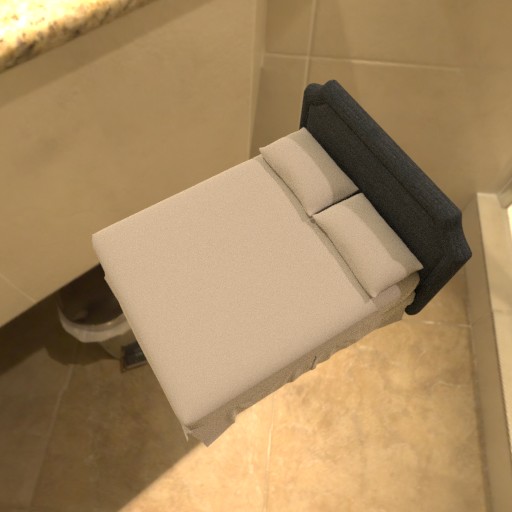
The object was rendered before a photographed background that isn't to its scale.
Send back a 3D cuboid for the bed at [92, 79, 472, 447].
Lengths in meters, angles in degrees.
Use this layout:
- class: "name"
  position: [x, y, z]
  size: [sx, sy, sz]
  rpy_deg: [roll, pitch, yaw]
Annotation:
- class: "bed"
  position: [0.000, 0.000, 3.326]
  size: [2.208, 1.297, 1.828]
  rpy_deg: [-28, 67, -13]
